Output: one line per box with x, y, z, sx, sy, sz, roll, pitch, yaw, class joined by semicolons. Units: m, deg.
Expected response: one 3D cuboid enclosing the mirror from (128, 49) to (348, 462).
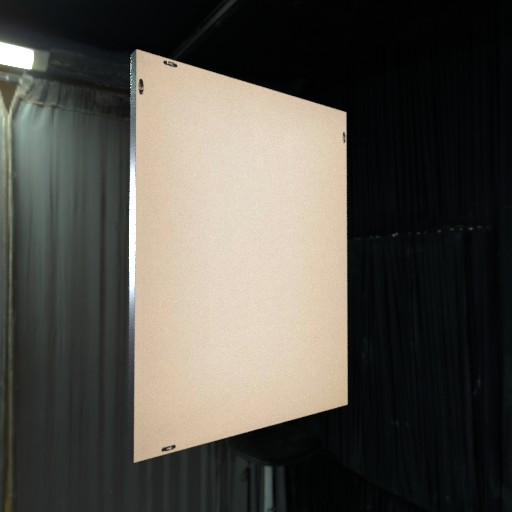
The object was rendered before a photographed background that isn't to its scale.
0.000;0.000;1.327;0.762;1.016;0.041;1;-2;-36;mirror
